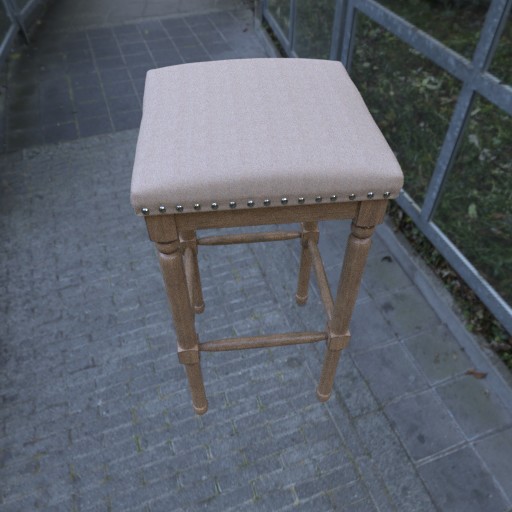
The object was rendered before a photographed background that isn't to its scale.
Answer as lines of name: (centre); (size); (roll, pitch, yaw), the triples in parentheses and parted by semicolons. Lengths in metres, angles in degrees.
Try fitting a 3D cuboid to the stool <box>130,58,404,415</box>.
stool: (0.000, 0.000, 0.971); (0.383, 0.768, 0.382); (-4, 47, -4)
